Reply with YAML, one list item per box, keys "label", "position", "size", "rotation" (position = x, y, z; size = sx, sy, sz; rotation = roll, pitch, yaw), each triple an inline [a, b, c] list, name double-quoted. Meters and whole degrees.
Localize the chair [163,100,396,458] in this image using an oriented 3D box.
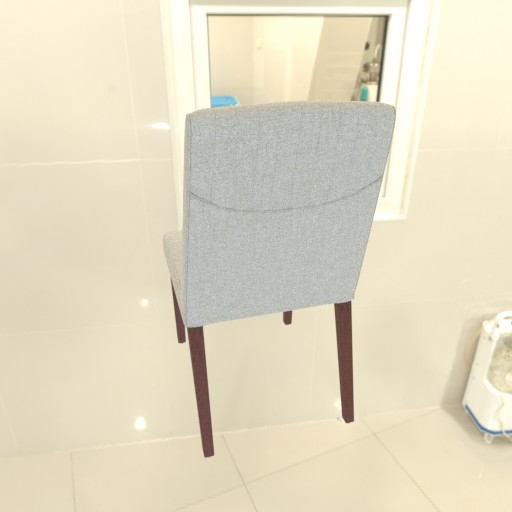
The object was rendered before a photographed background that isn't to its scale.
- label: "chair"
  position: [0.000, 0.000, 1.263]
  size: [0.480, 0.900, 0.594]
  rotation: [-7, 27, -15]
